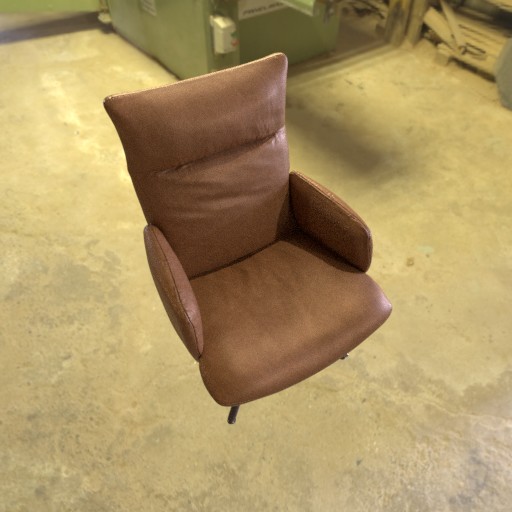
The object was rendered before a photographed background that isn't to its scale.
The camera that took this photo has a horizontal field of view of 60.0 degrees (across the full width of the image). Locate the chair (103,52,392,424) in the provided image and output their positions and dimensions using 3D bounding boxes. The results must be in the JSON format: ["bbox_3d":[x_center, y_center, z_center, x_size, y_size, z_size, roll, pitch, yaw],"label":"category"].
[{"bbox_3d":[0.000,0.000,1.519,0.711,1.027,0.794,-24,51,-21],"label":"chair"}]
